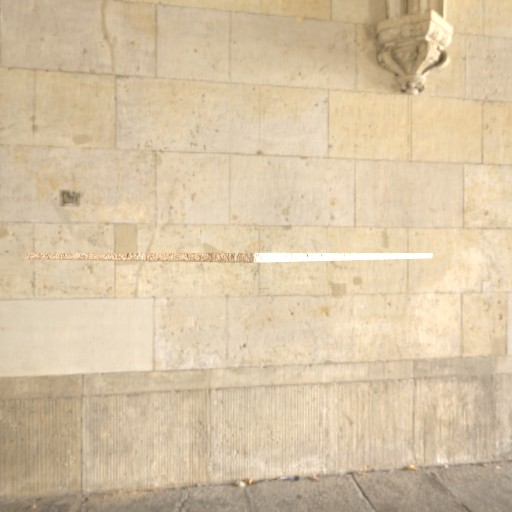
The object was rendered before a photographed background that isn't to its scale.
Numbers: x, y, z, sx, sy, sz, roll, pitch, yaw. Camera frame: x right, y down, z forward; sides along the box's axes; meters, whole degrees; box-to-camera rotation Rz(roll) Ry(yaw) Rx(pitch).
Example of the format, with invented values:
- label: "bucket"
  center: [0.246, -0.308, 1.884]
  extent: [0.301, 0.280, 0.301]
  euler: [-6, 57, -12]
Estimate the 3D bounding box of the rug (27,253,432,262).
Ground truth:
- label: "rug"
  center: [0.000, 0.000, 2.119]
  extent: [1.199, 0.025, 1.600]
  euler: [0, 0, 37]
